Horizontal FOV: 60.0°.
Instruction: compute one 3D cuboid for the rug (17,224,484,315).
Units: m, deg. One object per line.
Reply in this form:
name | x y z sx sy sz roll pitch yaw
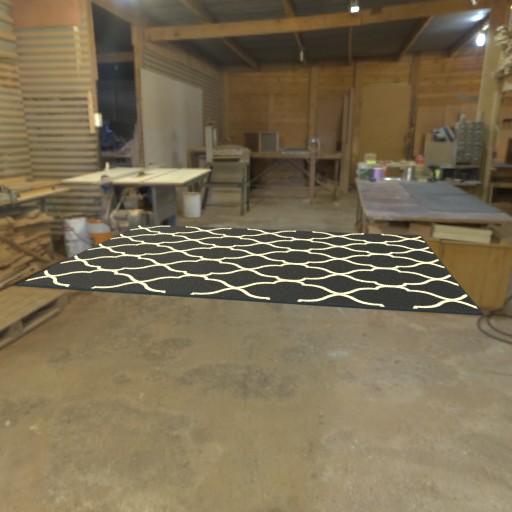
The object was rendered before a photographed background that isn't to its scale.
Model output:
rug | 0.000 0.000 2.845 2.294 0.014 1.528 3 16 9
